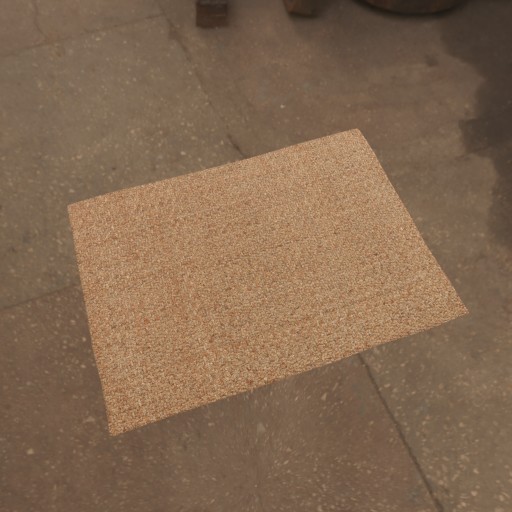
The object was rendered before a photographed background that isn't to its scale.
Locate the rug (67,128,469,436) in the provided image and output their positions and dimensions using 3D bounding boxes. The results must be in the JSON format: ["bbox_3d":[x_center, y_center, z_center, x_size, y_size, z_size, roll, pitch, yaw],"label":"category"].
[{"bbox_3d":[0.000,0.000,2.788,2.141,0.013,1.566,-17,64,-9],"label":"rug"}]
